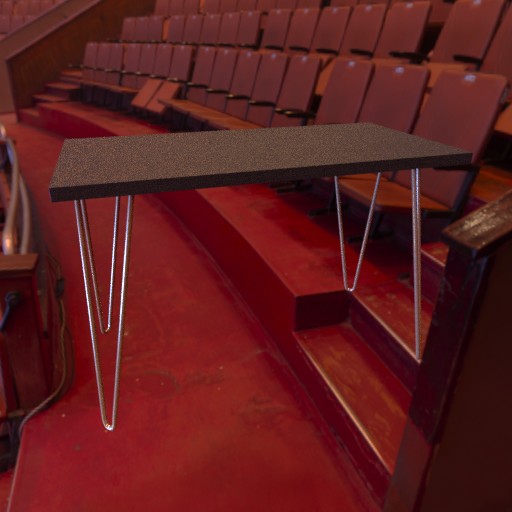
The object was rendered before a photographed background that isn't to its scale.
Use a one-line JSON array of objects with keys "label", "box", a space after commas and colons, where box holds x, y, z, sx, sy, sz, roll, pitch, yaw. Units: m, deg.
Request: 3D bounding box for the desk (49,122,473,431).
[{"label": "desk", "box": [0.000, 0.000, 1.337, 0.991, 0.660, 0.499, -8, 27, -16]}]
